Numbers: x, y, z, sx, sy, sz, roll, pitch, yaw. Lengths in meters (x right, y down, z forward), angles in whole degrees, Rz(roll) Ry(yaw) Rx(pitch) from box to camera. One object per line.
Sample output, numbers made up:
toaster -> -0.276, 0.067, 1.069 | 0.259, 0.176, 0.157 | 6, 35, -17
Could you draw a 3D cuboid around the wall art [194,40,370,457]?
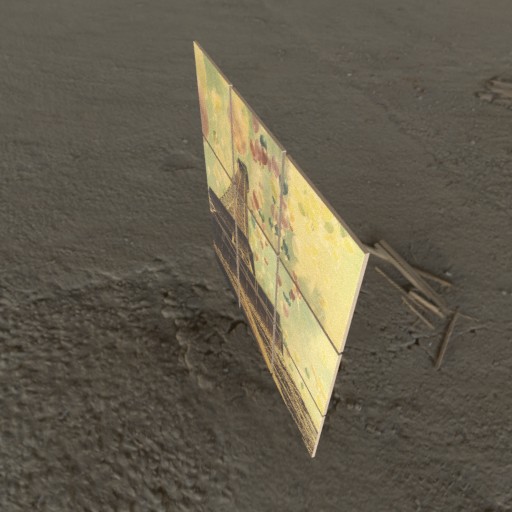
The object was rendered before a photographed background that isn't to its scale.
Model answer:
wall art -> 0.000, 0.000, 1.762 | 0.013, 1.218, 1.219 | -17, 49, -15
